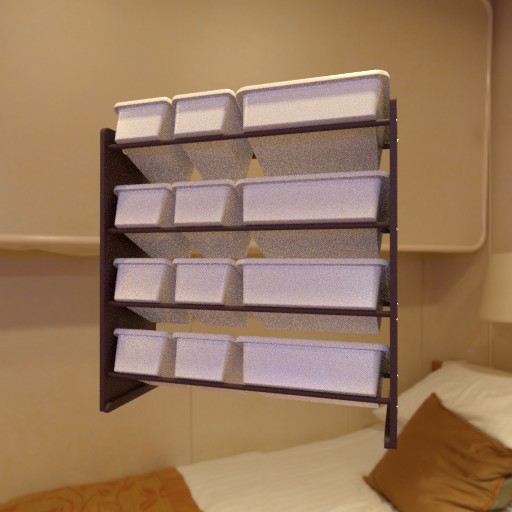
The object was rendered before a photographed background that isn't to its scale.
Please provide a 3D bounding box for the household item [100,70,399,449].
[{"bbox_3d":[0.000,0.000,1.289,0.787,0.864,0.389,0,0,18],"label":"household item"}]
